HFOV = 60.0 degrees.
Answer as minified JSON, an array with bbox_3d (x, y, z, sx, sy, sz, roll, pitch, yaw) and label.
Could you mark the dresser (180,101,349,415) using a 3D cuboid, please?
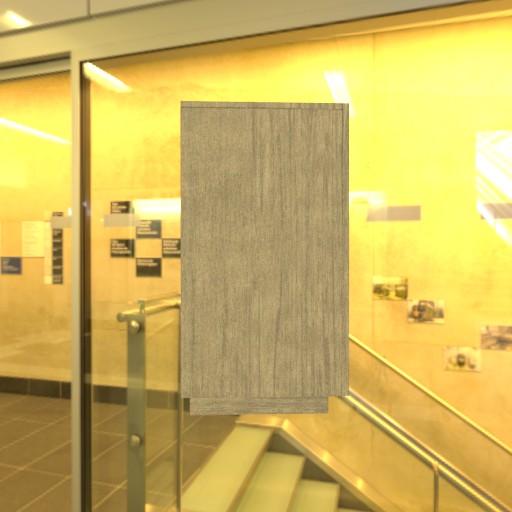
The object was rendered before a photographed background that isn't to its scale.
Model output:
[{"bbox_3d":[0.000,0.000,2.075,0.483,0.889,1.628,0,1,-2],"label":"dresser"}]
